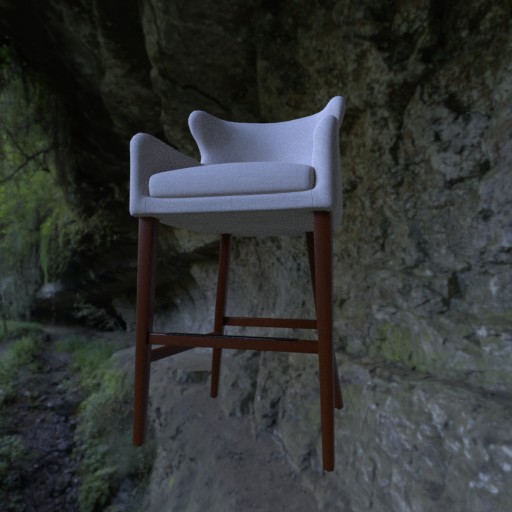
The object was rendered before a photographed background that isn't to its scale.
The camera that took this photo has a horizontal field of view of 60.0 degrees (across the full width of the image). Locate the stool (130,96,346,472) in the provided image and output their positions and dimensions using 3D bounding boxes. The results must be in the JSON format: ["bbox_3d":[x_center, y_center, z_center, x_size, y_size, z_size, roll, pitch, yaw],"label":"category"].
[{"bbox_3d":[0.000,0.000,1.372,0.556,1.034,0.563,0,-1,17],"label":"stool"}]
